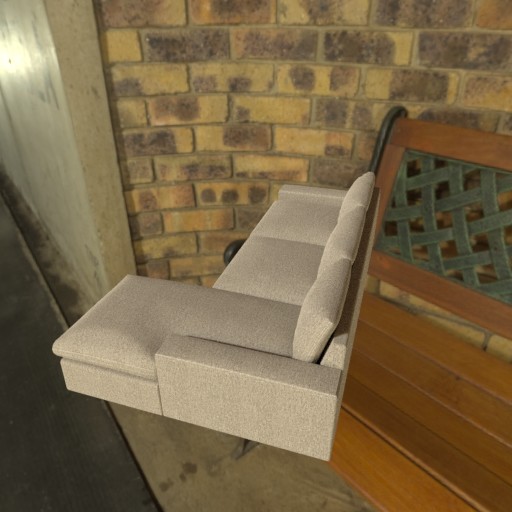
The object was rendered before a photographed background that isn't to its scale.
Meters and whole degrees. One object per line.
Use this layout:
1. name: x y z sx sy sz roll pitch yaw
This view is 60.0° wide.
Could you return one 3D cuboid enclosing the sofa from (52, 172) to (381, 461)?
1. sofa: 0.000 0.000 3.500 1.689 0.813 2.718 9 31 15
